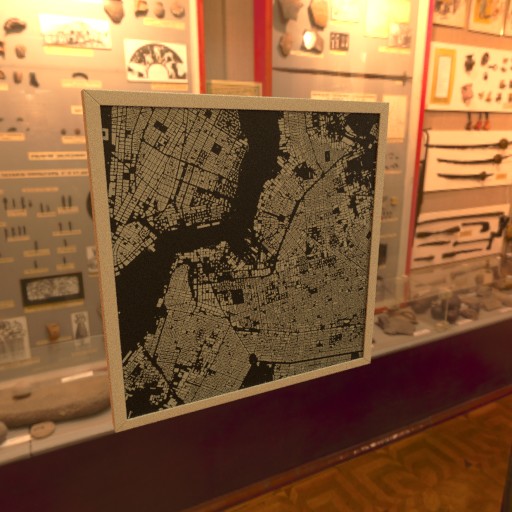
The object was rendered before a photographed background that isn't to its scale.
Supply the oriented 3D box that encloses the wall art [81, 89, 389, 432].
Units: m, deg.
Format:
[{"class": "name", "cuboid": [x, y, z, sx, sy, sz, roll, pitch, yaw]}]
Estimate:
[{"class": "wall art", "cuboid": [0.000, 0.000, 1.128, 0.761, 0.762, 0.050, -7, 17, -25]}]
